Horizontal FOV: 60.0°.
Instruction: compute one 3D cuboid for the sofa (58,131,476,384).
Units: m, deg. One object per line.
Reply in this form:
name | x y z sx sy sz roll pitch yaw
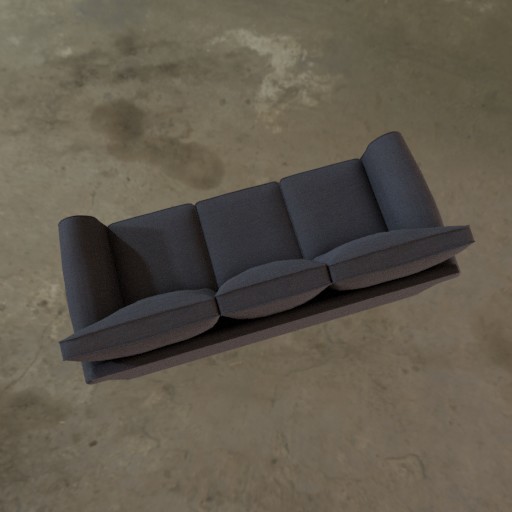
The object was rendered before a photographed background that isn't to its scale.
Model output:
sofa | 0.000 0.000 2.587 2.084 0.966 0.909 -16 75 -4
